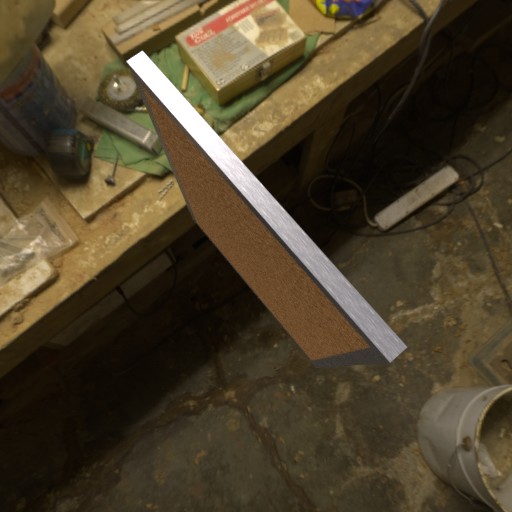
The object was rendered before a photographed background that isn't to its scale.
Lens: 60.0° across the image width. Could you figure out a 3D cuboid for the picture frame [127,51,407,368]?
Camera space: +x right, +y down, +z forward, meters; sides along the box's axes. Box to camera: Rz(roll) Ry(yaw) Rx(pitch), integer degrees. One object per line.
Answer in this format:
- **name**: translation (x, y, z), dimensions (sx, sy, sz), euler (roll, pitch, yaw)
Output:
- **picture frame**: translation (0.000, 0.000, 0.757), dimensions (0.029, 0.559, 0.454), euler (-38, 78, -9)
